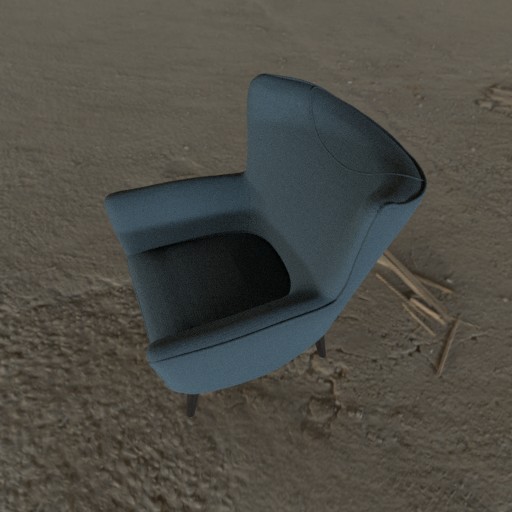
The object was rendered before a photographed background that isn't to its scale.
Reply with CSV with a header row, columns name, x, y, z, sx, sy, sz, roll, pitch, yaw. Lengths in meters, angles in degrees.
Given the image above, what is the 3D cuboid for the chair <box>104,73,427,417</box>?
name,x,y,z,sx,sy,sz,roll,pitch,yaw
chair,0.000,0.000,1.558,0.888,0.933,0.781,-17,48,-15
